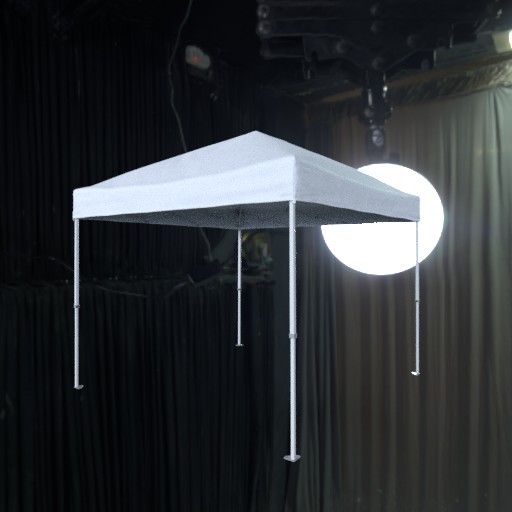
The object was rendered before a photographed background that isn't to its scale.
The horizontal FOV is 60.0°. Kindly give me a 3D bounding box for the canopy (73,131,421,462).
[{"bbox_3d":[0.000,0.000,5.328,2.996,2.997,2.998,0,1,37],"label":"canopy"}]
